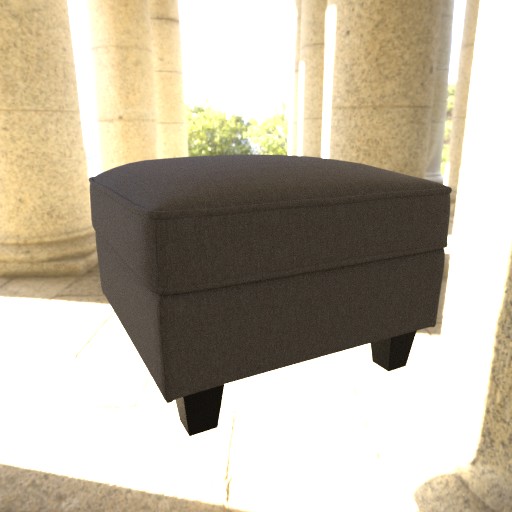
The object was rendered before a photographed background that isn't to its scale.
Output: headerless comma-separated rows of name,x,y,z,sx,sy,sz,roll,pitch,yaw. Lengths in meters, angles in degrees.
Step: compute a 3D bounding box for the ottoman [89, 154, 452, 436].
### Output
ottoman,0.000,0.000,1.381,0.871,0.612,0.808,-8,17,-27
